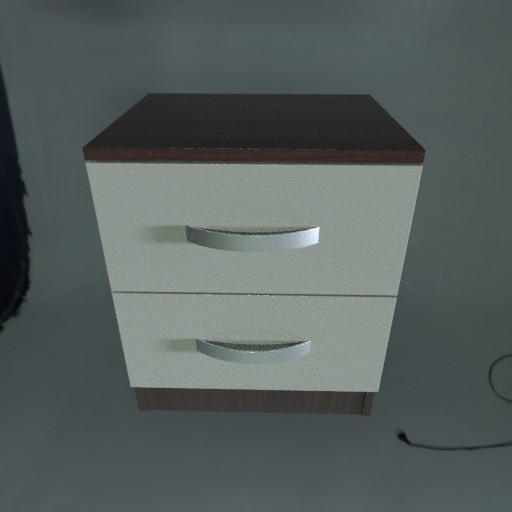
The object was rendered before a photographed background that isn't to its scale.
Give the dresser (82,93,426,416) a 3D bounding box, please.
[{"bbox_3d":[0.000,0.000,0.767,0.400,0.470,0.360,1,30,1],"label":"dresser"}]
